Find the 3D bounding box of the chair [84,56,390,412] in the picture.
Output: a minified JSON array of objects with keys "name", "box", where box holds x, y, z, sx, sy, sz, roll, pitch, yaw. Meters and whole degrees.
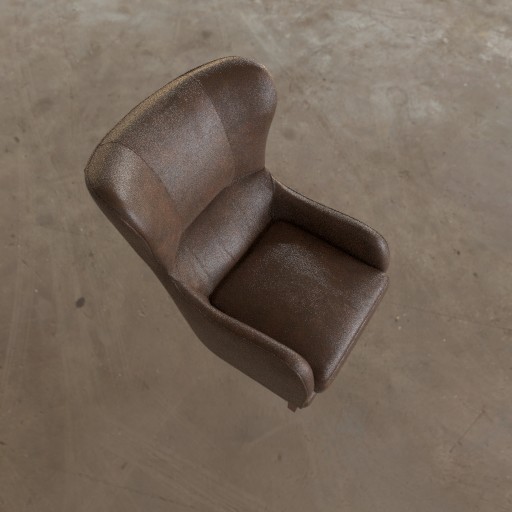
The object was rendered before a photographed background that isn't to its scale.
[{"name":"chair","box":[0.000,0.000,1.619,0.914,1.048,0.692,30,63,17]}]
